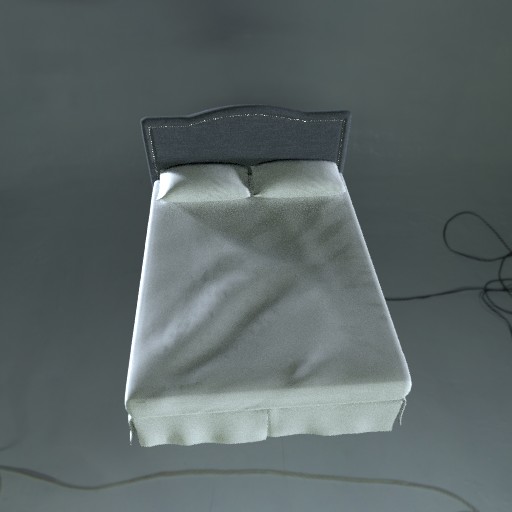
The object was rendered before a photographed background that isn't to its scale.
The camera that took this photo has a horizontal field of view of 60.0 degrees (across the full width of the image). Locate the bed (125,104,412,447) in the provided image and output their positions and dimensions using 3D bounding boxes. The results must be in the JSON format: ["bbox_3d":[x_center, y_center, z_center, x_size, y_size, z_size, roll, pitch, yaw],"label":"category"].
[{"bbox_3d":[0.000,0.000,3.885,2.161,1.457,2.689,-3,47,-3],"label":"bed"}]
